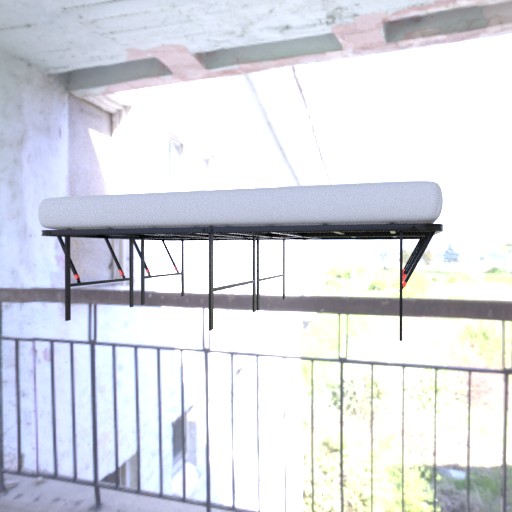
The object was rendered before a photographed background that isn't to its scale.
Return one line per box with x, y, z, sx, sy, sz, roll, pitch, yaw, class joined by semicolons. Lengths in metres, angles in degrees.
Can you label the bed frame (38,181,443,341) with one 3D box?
0.000;0.000;2.569;1.905;0.637;1.372;0;1;18;bed frame
